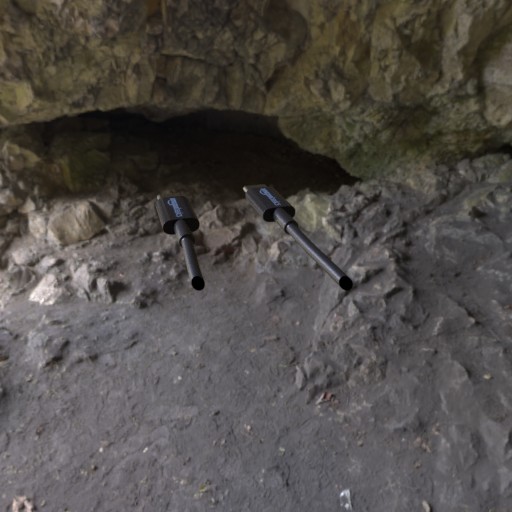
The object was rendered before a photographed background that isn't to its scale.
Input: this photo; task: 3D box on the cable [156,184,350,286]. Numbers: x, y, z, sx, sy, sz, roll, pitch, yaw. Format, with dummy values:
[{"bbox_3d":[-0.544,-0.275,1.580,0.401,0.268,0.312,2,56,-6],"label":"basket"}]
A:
[{"bbox_3d":[0.000,0.000,0.112,0.041,0.005,0.098,-8,29,-15],"label":"cable"}]
